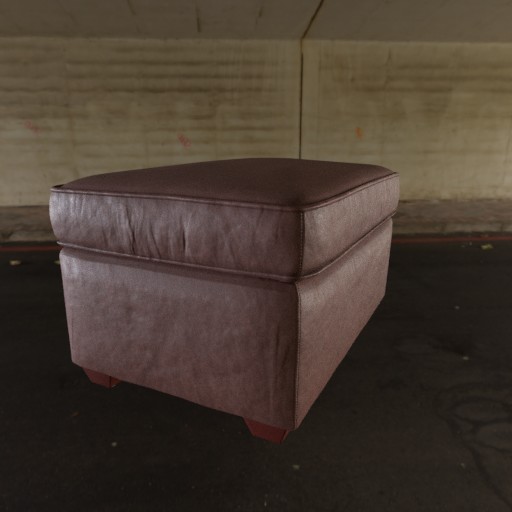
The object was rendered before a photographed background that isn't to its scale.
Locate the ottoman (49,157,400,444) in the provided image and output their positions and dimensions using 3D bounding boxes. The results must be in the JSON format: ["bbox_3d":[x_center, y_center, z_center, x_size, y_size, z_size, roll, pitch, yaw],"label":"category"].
[{"bbox_3d":[0.000,0.000,1.066,0.548,0.449,0.749,7,16,26],"label":"ottoman"}]
